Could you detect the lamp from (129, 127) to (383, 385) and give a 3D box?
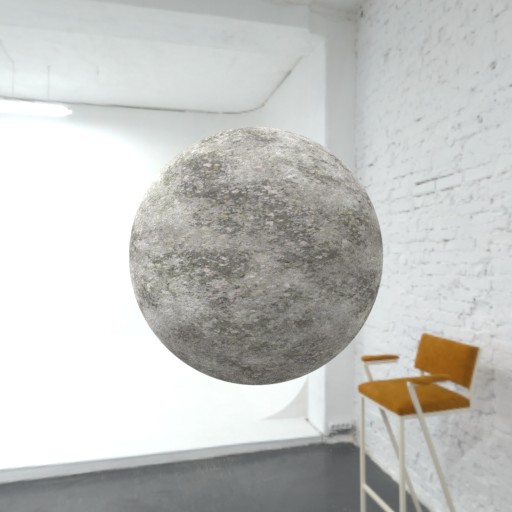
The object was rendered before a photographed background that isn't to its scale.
[{"bbox_3d":[0.000,0.000,0.764,0.422,0.429,0.422,0,-2,0],"label":"lamp"}]
